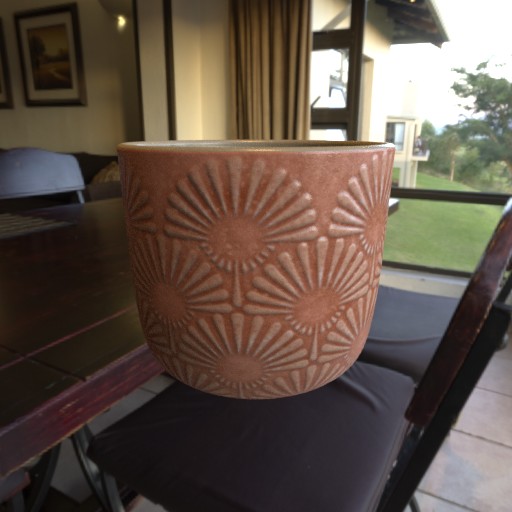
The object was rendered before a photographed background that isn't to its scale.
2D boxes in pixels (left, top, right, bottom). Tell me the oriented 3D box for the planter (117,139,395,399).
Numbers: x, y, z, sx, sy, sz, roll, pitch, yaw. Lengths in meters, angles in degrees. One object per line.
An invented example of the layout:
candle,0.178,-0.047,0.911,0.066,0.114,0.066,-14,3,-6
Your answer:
planter,0.000,0.000,0.220,0.124,0.109,0.124,0,16,0
